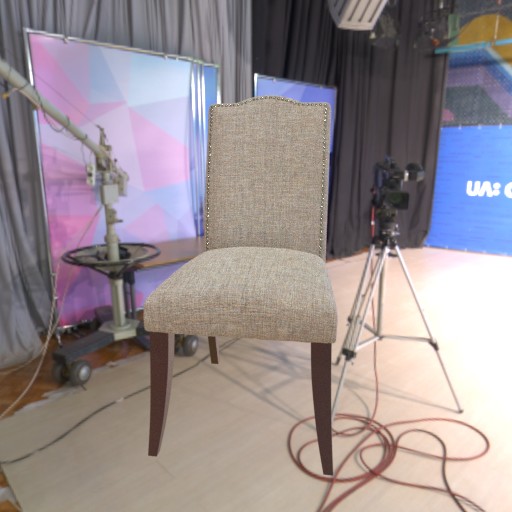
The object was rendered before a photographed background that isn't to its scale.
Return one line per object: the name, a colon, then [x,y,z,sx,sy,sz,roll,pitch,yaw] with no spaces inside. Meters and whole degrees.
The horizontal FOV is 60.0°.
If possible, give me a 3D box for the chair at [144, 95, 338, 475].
chair: [0.000,0.000,1.397,0.513,1.016,0.660,2,15,8]
